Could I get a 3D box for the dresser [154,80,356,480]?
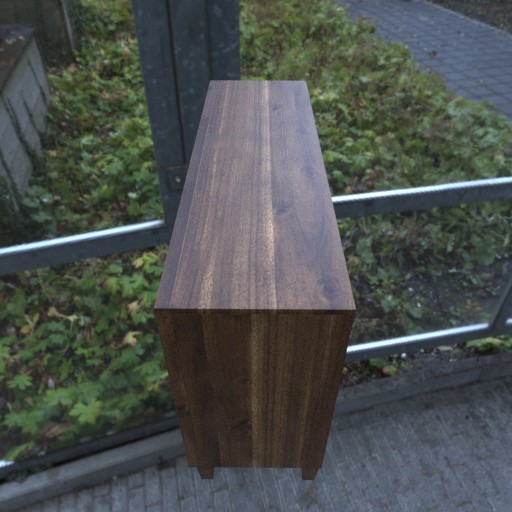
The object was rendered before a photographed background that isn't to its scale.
[{"bbox_3d":[0.000,0.000,1.758,0.438,0.892,1.387,0,41,0],"label":"dresser"}]
